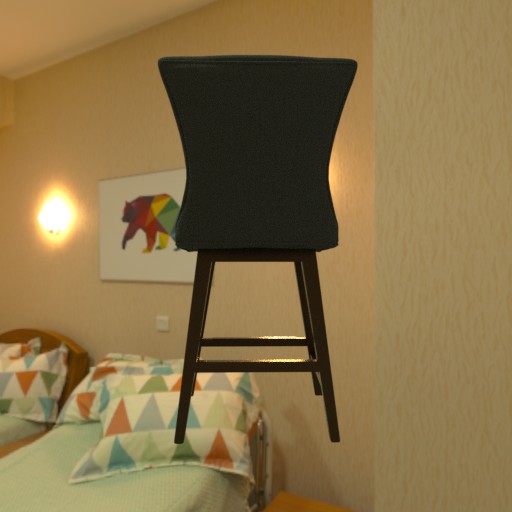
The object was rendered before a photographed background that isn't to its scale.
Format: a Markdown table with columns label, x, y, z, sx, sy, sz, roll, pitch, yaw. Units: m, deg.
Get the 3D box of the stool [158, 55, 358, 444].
| label | x | y | z | sx | sy | sz | roll | pitch | yaw |
| --- | --- | --- | --- | --- | --- | --- | --- | --- | --- |
| stool | 0.000 | 0.000 | 1.352 | 0.514 | 1.000 | 0.574 | 0 | -1 | -1 |
